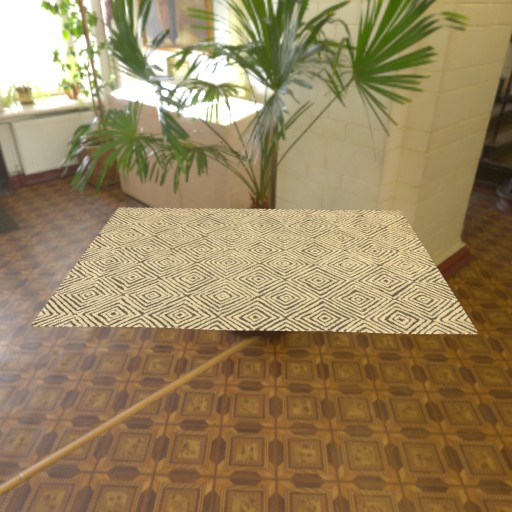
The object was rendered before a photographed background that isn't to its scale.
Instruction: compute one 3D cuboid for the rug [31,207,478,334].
[{"bbox_3d":[0.000,0.000,2.237,1.750,0.004,1.177,1,30,1],"label":"rug"}]
